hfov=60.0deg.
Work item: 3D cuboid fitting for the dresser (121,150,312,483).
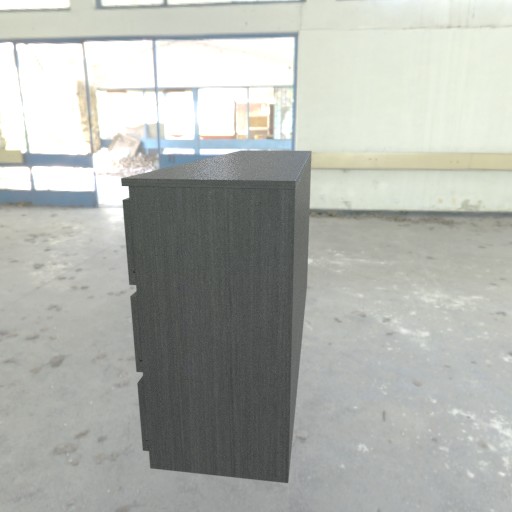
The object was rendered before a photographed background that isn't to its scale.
[{"bbox_3d":[0.000,0.000,1.853,0.400,0.795,1.590,2,16,8],"label":"dresser"}]
